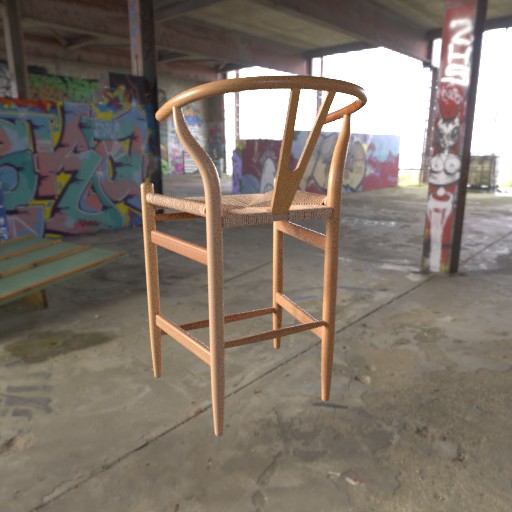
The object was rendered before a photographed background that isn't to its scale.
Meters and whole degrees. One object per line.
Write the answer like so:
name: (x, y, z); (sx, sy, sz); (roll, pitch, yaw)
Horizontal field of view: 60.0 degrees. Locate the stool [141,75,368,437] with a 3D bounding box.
stool: (0.000, 0.000, 1.306); (0.536, 0.923, 0.575); (-7, 16, -27)
